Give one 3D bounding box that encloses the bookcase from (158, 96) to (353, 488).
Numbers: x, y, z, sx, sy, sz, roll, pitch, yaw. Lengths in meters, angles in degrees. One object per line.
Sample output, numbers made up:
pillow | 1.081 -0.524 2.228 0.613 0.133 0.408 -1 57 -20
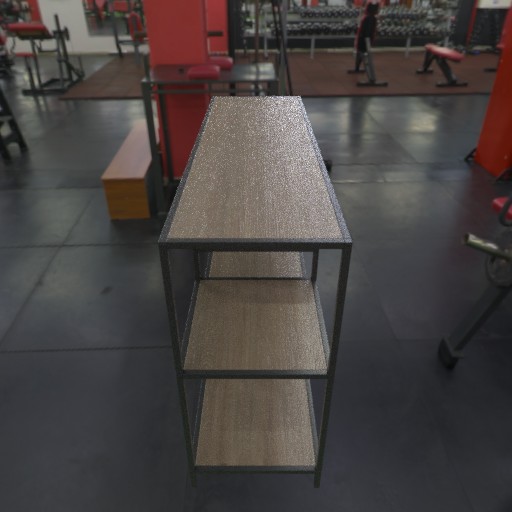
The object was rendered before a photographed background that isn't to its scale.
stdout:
bookcase | 0.000 0.000 1.484 0.350 0.780 1.140 0 32 0
